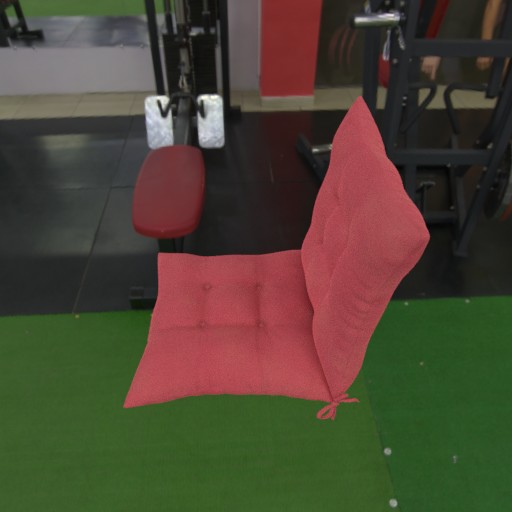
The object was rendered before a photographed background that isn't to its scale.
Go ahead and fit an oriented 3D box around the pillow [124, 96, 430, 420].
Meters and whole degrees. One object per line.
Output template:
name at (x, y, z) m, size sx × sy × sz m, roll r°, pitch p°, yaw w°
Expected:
pillow at (0.000, 0.000, 1.006) m, size 0.585 × 0.536 × 0.541 m, roll -1°, pitch 43°, yaw -1°
